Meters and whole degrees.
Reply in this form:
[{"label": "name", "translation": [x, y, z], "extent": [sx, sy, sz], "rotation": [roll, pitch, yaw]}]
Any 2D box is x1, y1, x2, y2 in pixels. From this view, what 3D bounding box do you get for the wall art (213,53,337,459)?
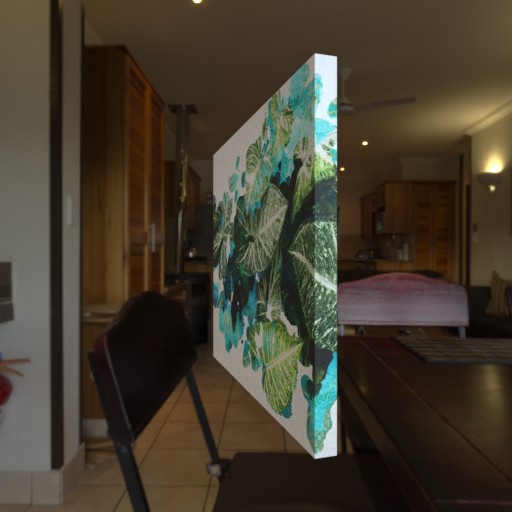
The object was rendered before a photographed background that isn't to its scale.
[{"label": "wall art", "translation": [0.000, 0.000, 1.010], "extent": [0.043, 0.610, 0.711], "rotation": [0, 0, -18]}]
